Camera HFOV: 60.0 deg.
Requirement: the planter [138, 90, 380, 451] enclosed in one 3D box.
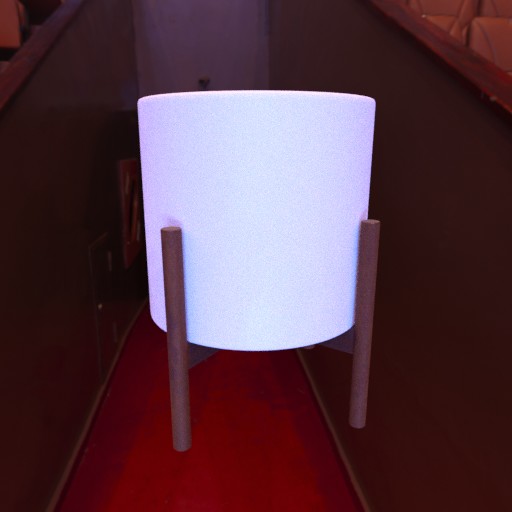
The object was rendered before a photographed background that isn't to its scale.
[{"bbox_3d":[0.000,0.000,0.881,0.421,0.581,0.420,-2,15,-7],"label":"planter"}]
